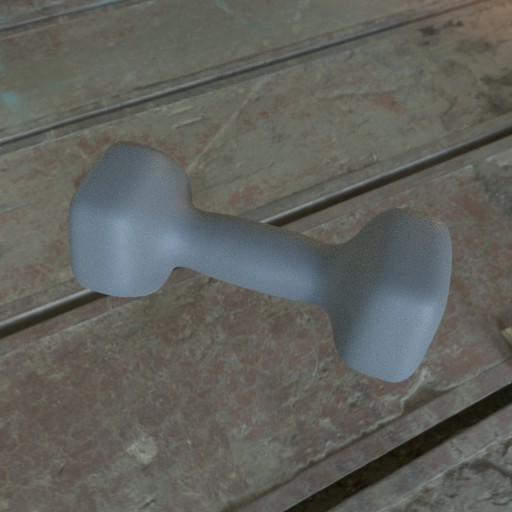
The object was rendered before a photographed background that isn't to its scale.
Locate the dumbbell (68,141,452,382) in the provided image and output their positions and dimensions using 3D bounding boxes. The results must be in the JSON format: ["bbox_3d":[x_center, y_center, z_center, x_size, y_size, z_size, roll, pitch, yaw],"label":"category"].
[{"bbox_3d":[0.000,0.000,0.233,0.184,0.081,0.090,16,59,10],"label":"dumbbell"}]
